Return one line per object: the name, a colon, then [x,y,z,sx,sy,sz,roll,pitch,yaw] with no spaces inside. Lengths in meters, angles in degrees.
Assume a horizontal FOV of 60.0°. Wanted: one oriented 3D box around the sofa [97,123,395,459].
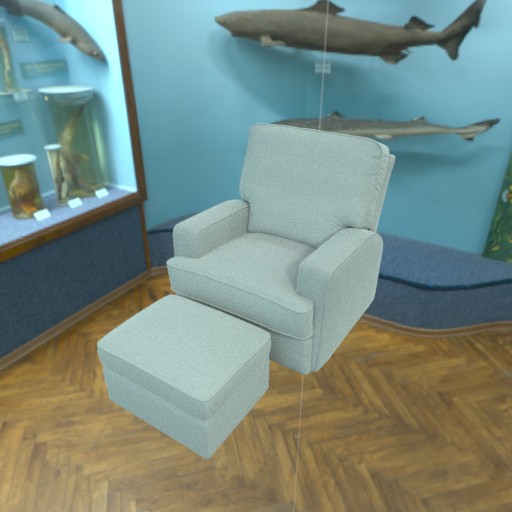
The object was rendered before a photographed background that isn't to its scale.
sofa: [0.000,0.000,2.052,0.861,0.959,1.472,17,33,29]
